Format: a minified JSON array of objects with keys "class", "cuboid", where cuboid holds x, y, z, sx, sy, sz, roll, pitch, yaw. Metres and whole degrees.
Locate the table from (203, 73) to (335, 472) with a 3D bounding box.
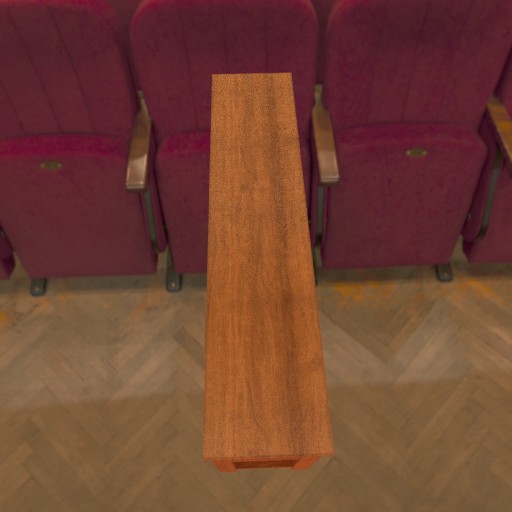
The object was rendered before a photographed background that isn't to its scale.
[{"class":"table","cuboid":[0.000,0.000,2.097,0.425,0.635,1.815,-2,60,-1]}]
